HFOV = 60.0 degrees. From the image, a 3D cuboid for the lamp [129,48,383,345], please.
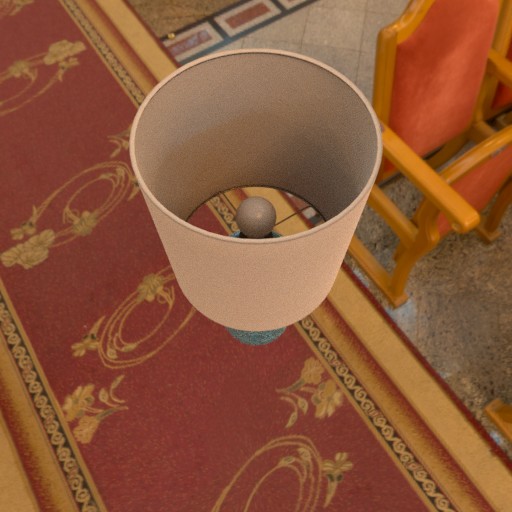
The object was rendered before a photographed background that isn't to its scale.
[{"bbox_3d":[0.000,0.000,0.756,0.278,0.597,0.278,-30,67,-14],"label":"lamp"}]
